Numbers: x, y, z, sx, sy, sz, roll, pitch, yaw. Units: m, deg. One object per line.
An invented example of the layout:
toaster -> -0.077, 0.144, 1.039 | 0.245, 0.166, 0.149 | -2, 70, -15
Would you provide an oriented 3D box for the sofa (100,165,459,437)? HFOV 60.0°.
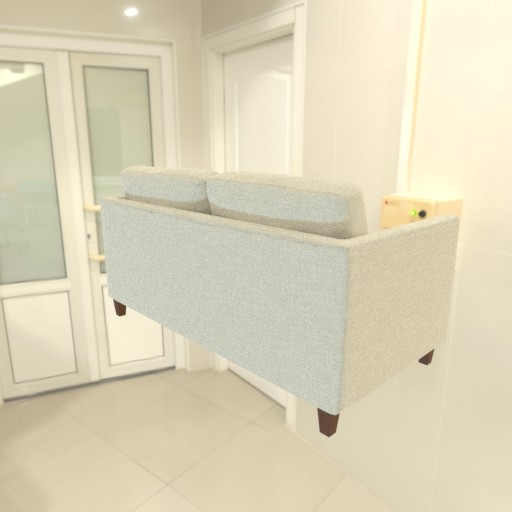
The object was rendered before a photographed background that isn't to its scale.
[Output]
sofa -> 0.000, 0.000, 2.462 | 0.950, 0.963, 1.838 | -14, 20, -42
